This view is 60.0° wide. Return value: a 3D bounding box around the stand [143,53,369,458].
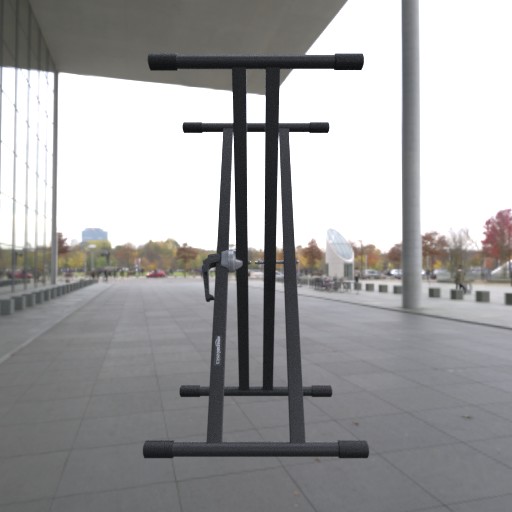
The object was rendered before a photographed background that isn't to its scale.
[{"bbox_3d":[0.000,0.000,1.221,0.495,0.900,0.503,0,-2,0],"label":"stand"}]
